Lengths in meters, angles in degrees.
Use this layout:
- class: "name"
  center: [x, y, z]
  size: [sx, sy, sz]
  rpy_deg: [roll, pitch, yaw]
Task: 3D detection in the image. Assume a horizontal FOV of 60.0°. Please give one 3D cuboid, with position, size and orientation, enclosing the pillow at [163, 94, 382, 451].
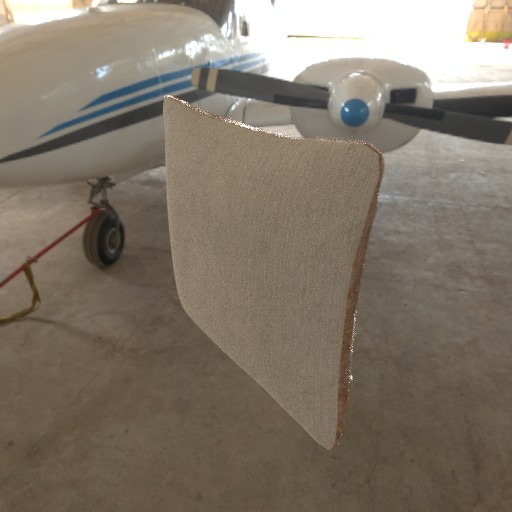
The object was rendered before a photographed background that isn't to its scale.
- class: "pillow"
  center: [0.000, 0.000, 0.827]
  size: [0.216, 0.525, 0.538]
  rpy_deg: [-20, 34, -32]
